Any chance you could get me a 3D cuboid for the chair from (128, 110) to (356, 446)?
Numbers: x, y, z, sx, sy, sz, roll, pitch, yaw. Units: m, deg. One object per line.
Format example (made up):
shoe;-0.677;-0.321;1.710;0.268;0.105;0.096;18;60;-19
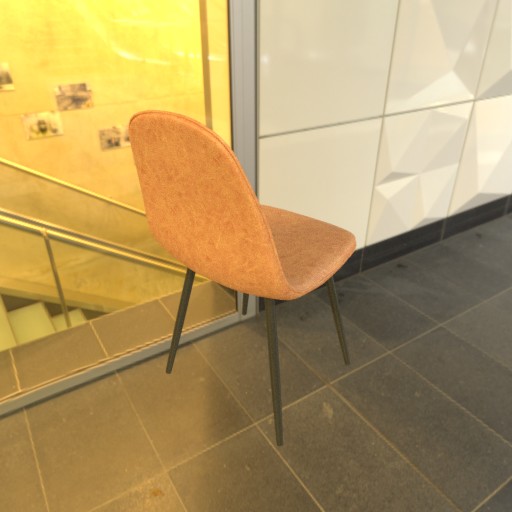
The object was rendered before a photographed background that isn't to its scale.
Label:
chair;0.000;0.000;1.262;0.472;0.889;0.561;21;36;32
